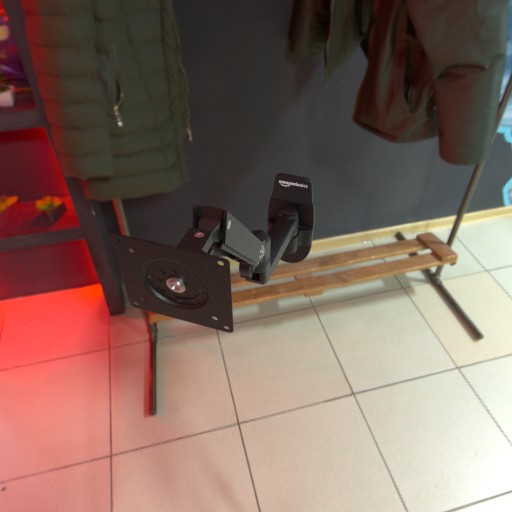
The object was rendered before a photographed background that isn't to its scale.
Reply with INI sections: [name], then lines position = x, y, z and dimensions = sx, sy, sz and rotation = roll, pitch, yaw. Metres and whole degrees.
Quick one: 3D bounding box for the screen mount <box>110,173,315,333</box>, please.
[screen mount]
position = 0.000, 0.000, 0.713
dimensions = 0.115, 0.466, 0.495
rotation = 13, 45, 13
